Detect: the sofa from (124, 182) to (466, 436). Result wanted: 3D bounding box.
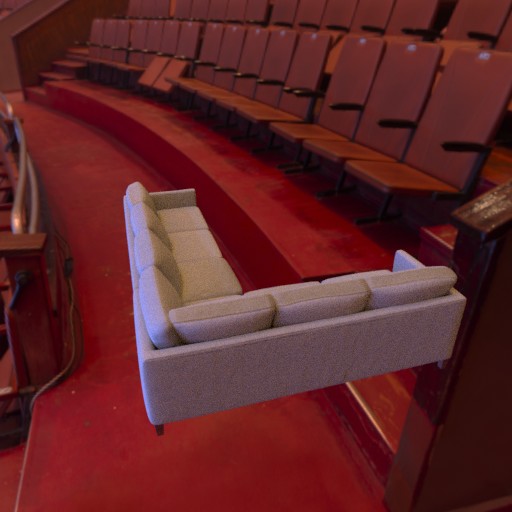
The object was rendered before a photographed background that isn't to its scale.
[{"bbox_3d":[0.000,0.000,4.688,2.592,0.947,3.301,-8,29,-15],"label":"sofa"}]
